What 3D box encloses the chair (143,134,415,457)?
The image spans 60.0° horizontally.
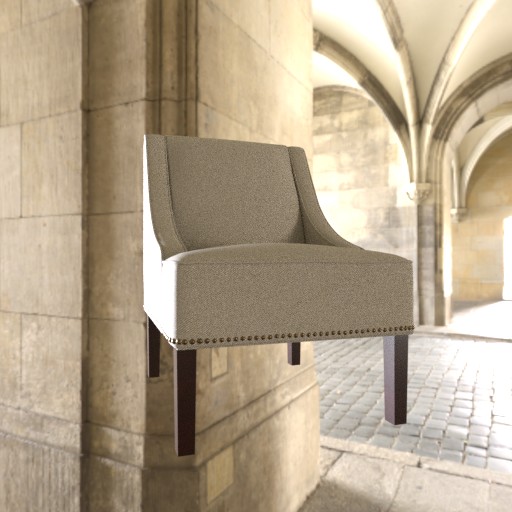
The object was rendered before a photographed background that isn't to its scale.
[{"bbox_3d":[0.000,0.000,1.365,0.628,0.872,0.748,0,0,-19],"label":"chair"}]
